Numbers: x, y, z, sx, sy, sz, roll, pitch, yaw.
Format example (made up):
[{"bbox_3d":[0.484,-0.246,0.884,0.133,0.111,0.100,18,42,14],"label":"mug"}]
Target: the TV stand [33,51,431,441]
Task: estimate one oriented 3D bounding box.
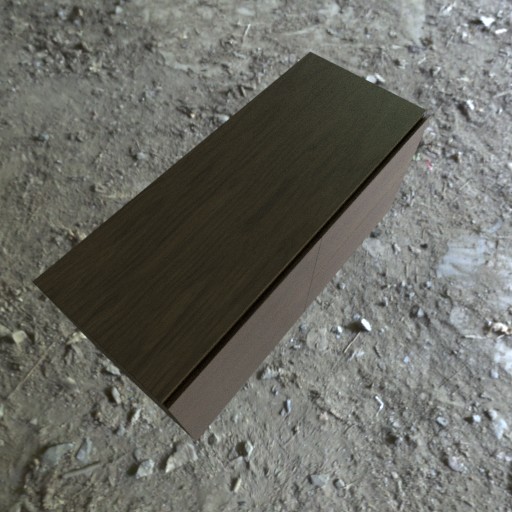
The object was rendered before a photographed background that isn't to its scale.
[{"bbox_3d":[0.000,0.000,1.345,0.405,0.660,0.990,36,66,19],"label":"TV stand"}]
